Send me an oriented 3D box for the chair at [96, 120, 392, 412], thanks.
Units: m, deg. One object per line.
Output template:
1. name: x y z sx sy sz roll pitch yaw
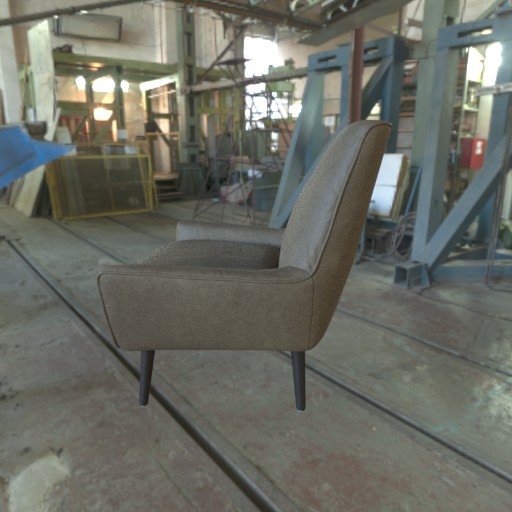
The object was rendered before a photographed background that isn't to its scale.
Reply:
1. chair: 0.000 0.000 1.533 0.824 0.888 0.787 2 15 7
